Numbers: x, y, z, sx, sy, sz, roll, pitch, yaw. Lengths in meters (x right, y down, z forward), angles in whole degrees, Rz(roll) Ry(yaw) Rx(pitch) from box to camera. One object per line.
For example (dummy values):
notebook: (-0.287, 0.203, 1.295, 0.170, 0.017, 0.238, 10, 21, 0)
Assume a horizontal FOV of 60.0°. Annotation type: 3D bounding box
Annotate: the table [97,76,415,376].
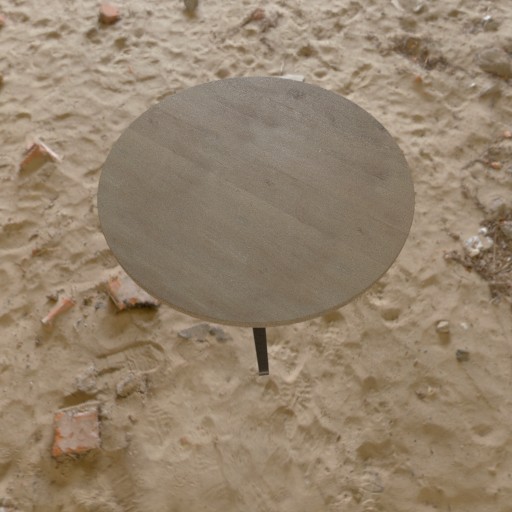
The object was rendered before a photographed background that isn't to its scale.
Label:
table: (0.000, 0.000, 1.467, 0.800, 0.780, 0.800, 0, 59, 0)
